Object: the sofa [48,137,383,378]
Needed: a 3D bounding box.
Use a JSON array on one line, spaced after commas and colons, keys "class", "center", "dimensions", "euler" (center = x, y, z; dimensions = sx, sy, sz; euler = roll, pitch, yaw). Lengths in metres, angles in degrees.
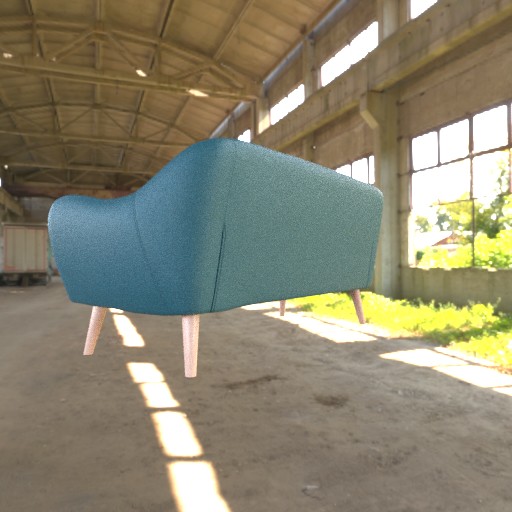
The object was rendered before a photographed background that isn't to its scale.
[{"class": "sofa", "center": [0.000, 0.000, 2.291], "dimensions": [0.820, 0.836, 1.840], "euler": [0, 0, 36]}]
